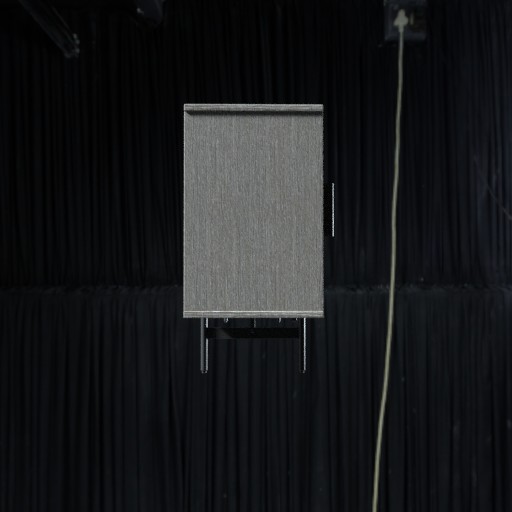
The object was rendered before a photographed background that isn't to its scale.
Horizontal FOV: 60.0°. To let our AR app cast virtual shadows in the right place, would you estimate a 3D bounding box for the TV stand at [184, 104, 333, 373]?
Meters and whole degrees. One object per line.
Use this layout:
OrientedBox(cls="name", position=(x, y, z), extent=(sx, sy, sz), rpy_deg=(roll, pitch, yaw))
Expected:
OrientedBox(cls="TV stand", position=(0.000, 0.000, 2.086), extent=(0.405, 0.787, 1.804), rpy_deg=(0, -1, -1))
